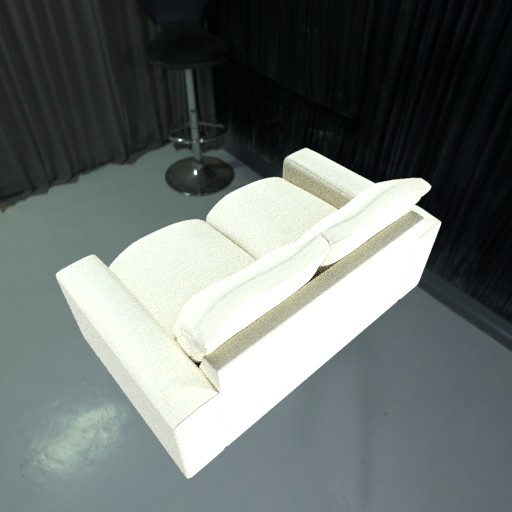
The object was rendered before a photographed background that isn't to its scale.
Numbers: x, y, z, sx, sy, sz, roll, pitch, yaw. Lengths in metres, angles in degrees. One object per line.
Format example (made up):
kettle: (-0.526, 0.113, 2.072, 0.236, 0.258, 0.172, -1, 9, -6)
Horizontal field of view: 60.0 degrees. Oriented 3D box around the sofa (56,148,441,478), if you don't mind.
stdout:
sofa: (0.000, 0.000, 2.358, 1.754, 0.875, 1.091, -32, 53, -28)
